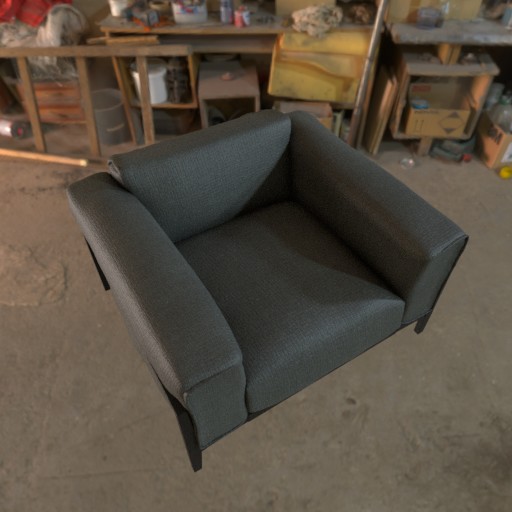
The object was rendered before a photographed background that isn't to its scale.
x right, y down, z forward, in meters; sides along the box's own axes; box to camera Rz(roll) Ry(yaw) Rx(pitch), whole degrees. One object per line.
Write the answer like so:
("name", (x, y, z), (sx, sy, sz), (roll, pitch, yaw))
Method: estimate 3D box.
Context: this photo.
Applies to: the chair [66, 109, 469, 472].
("chair", (0.000, 0.000, 1.651), (1.056, 0.646, 0.969), (-24, 51, -21))
